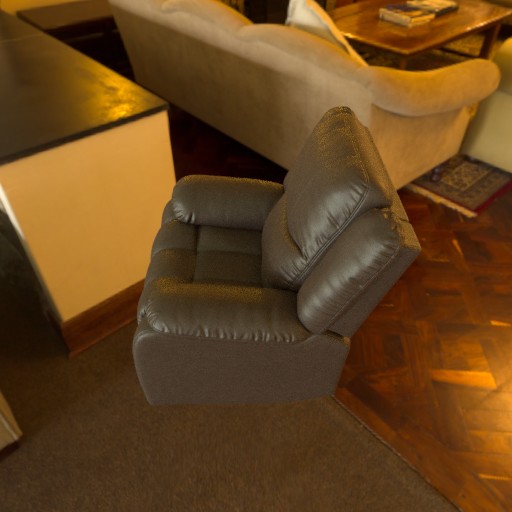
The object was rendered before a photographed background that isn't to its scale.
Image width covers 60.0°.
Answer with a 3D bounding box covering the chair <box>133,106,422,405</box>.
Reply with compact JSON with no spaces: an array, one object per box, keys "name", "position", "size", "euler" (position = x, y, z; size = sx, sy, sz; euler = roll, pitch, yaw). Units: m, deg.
[{"name":"chair","position":[0.000,0.000,1.778],"size":[0.934,1.009,0.899],"euler":[-1,42,-1]}]
